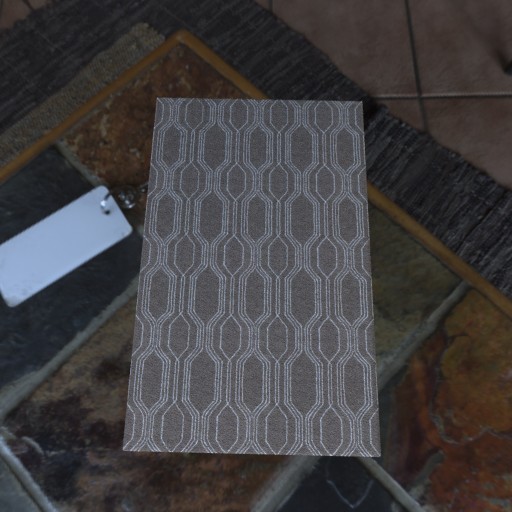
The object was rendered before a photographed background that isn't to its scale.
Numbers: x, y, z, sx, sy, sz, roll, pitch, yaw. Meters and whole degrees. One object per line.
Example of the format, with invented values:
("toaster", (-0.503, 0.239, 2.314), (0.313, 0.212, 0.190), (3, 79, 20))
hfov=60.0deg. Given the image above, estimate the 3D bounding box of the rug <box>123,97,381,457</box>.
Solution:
("rug", (0.000, 0.000, 2.986), (1.541, 0.012, 2.457), (1, 74, 0))
